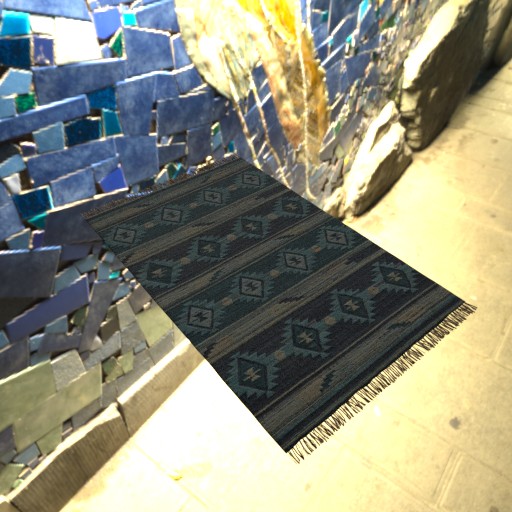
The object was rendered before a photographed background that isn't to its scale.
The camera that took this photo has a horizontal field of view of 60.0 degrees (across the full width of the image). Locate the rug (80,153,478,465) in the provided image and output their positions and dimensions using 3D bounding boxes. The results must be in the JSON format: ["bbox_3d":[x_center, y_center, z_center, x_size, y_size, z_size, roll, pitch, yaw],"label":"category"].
[{"bbox_3d":[0.000,0.000,2.401,1.181,0.028,1.936,-28,49,-28],"label":"rug"}]
